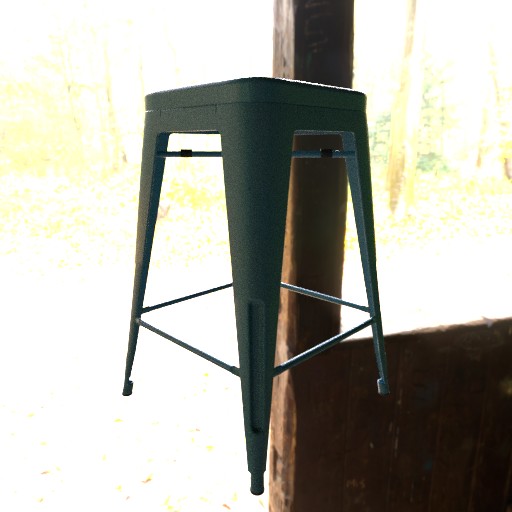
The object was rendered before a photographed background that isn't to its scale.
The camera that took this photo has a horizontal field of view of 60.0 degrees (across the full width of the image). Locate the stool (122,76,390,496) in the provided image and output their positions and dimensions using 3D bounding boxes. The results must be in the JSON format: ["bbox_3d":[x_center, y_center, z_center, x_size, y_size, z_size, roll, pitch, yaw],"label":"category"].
[{"bbox_3d":[0.000,0.000,0.871,0.410,0.608,0.410,14,19,43],"label":"stool"}]
